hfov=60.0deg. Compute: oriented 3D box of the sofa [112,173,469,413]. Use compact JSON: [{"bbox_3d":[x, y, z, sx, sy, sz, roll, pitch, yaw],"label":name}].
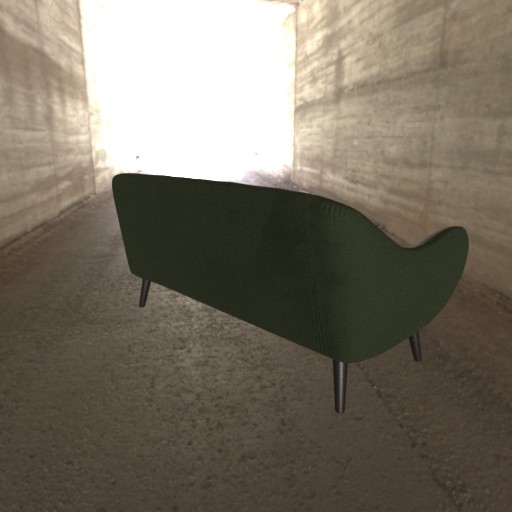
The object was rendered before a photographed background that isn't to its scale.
[{"bbox_3d":[0.000,0.000,2.288,0.820,0.836,1.840,-13,20,-41],"label":"sofa"}]
